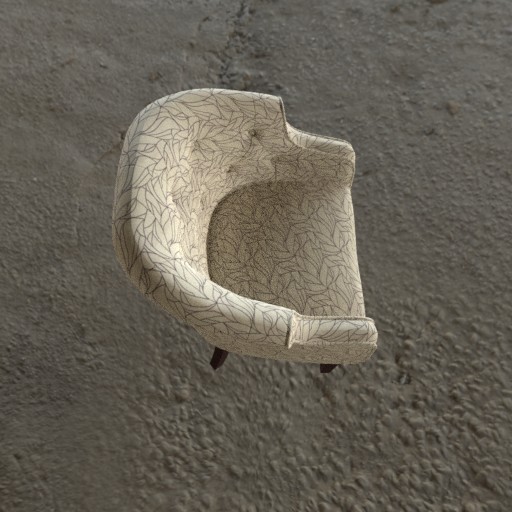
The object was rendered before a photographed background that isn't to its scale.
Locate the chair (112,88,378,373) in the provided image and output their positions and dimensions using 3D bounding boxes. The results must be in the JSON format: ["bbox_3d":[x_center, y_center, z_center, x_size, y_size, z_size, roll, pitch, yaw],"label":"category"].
[{"bbox_3d":[0.000,0.000,1.313,0.613,0.858,0.686,0,64,0],"label":"chair"}]
